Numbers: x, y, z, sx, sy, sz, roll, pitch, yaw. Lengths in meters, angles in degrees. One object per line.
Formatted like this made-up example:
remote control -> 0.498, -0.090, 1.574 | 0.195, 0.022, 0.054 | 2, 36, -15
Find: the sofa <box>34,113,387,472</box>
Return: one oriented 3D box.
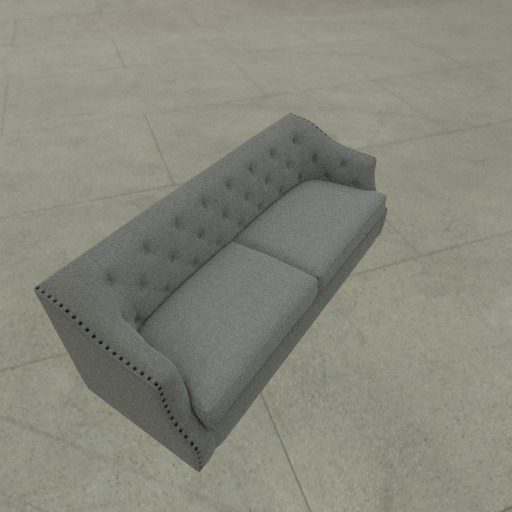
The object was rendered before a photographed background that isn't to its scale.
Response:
sofa -> 0.000, 0.000, 2.746 | 0.914, 0.901, 2.235 | 25, 48, 25
